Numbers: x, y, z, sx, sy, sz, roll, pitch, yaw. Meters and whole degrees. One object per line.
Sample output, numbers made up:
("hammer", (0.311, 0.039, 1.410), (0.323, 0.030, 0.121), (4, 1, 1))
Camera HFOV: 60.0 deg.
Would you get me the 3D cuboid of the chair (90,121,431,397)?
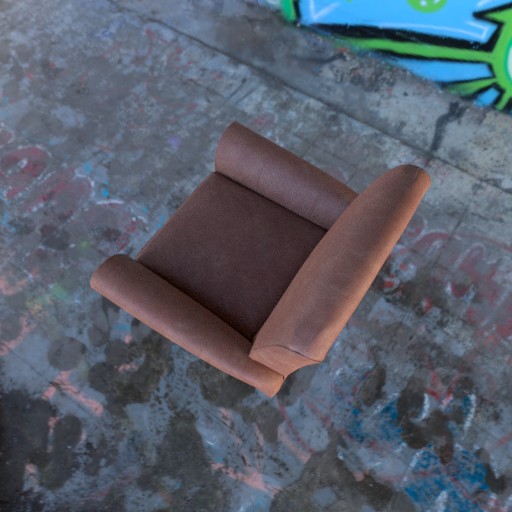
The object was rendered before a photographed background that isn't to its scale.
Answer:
("chair", (0.000, 0.000, 1.821), (0.902, 1.061, 0.978), (31, 68, 15))
